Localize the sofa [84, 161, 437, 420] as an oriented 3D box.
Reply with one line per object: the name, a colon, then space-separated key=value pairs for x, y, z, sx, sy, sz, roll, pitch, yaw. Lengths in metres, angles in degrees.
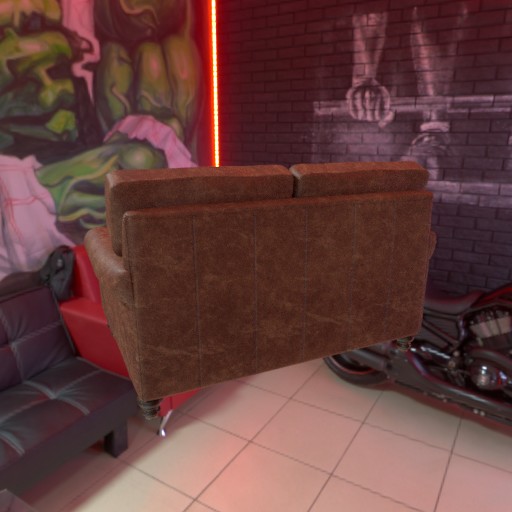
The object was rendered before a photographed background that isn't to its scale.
sofa: x=0.000 y=0.000 z=2.293 sx=1.616 sy=0.967 sz=0.990 roll=-7 pitch=17 yaw=-25
